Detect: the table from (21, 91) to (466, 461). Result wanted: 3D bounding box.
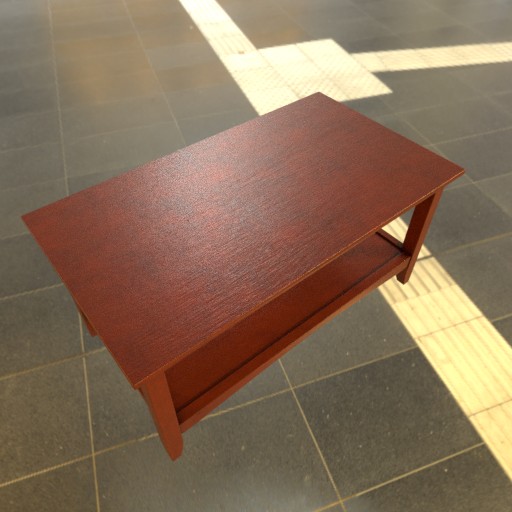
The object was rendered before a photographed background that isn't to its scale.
[{"bbox_3d":[0.000,0.000,1.229,0.943,0.456,0.533,-31,54,-25],"label":"table"}]
